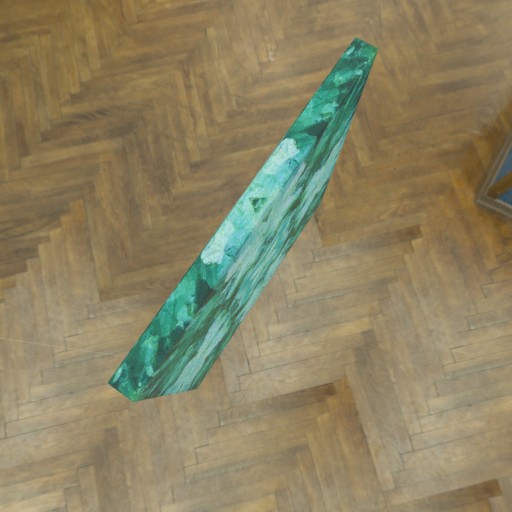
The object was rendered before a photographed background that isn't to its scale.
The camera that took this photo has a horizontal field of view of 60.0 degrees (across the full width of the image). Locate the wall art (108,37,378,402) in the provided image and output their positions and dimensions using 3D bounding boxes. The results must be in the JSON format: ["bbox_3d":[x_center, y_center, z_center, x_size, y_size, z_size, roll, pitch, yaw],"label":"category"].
[{"bbox_3d":[0.000,0.000,0.747,0.038,0.508,0.507,32,77,8],"label":"wall art"}]
